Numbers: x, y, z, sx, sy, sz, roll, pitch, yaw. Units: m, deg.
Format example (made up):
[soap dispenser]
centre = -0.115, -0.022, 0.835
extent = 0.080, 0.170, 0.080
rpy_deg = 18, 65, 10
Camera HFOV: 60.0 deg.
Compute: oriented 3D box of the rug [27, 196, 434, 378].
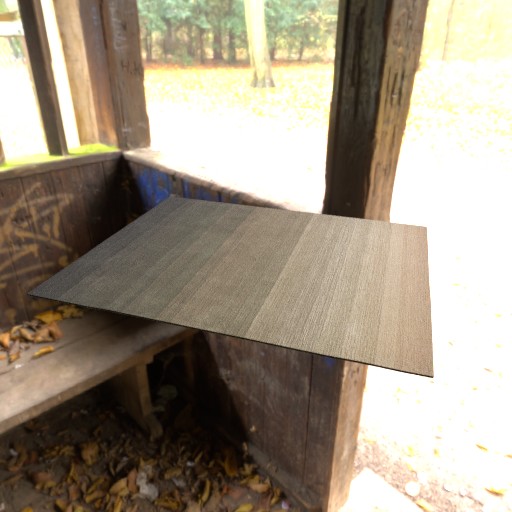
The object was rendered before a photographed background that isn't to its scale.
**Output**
[rug]
centre = 0.000, 0.000, 3.949
extent = 2.932, 0.015, 2.315
rpy_deg = 8, 28, 16
